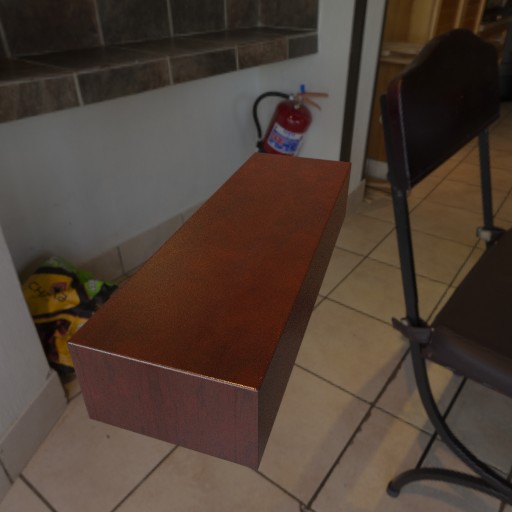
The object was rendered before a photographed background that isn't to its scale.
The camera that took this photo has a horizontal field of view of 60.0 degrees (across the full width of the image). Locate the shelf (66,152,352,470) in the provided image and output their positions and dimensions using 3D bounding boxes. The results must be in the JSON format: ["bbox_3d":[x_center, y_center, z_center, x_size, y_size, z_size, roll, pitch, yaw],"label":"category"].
[{"bbox_3d":[0.000,0.000,0.523,0.152,0.088,0.457,10,33,15],"label":"shelf"}]
